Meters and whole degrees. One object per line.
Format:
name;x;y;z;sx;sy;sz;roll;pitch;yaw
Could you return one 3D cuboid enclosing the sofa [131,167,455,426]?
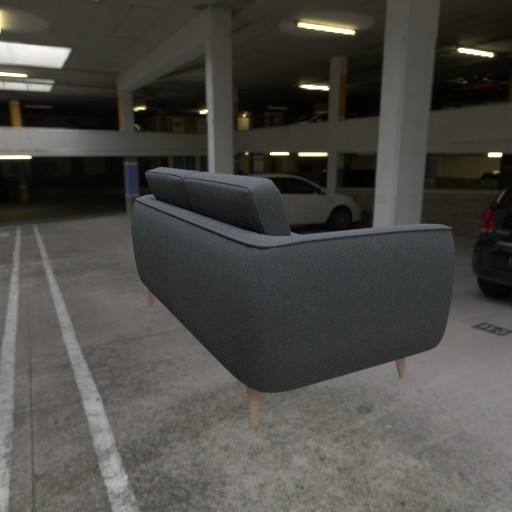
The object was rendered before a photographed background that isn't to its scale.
sofa;0.000;0.000;2.228;0.920;0.850;1.700;-7;15;-27
